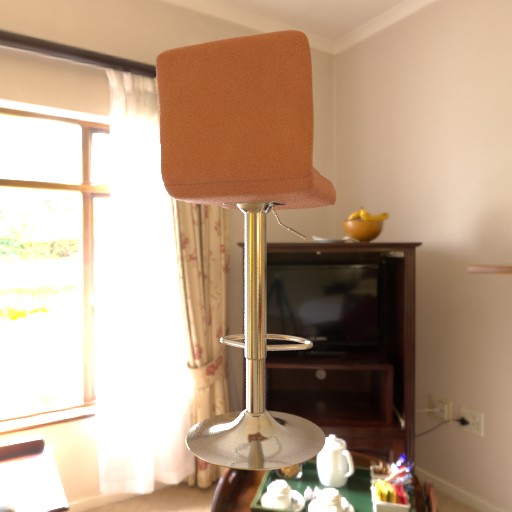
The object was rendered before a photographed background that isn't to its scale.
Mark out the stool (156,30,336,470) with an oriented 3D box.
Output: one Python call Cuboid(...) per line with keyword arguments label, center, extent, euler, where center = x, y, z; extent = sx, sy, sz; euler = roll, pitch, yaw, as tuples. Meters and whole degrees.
Cuboid(label="stool", center=(0.000, 0.000, 1.357), extent=(0.430, 1.115, 0.505), euler=(0, 0, 18))
